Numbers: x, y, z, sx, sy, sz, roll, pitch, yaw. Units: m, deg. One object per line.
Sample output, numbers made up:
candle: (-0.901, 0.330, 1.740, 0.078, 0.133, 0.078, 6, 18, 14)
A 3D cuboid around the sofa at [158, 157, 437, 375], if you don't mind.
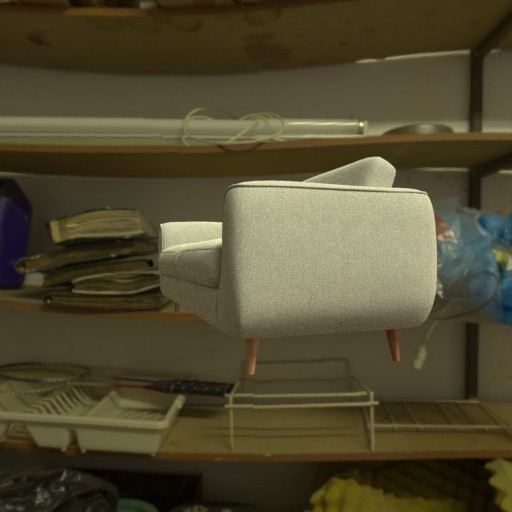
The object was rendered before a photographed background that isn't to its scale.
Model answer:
sofa: (0.000, 0.000, 2.485, 0.920, 0.850, 2.000, 0, 0, -19)
